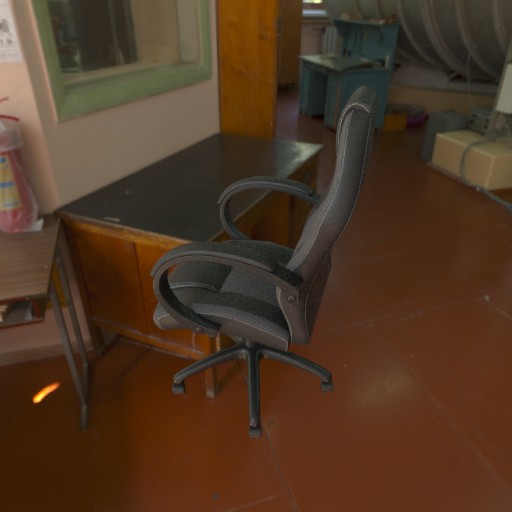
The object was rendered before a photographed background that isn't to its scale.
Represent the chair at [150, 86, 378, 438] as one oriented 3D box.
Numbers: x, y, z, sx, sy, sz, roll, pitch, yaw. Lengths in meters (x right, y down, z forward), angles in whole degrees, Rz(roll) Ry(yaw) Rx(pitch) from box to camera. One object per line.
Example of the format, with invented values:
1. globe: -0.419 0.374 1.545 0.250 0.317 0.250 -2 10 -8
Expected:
1. chair: 0.000 0.000 1.638 0.724 1.187 0.673 9 31 14
